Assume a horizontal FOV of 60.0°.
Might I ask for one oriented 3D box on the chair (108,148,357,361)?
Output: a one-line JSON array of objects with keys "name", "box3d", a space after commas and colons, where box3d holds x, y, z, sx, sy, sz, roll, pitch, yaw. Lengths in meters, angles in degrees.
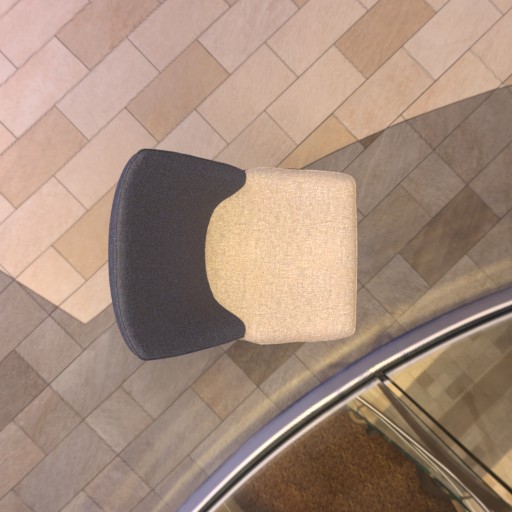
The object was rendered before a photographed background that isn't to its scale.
[{"name": "chair", "box3d": [0.000, 0.000, 1.202, 0.551, 0.839, 0.480, 0, 91, -1]}]
